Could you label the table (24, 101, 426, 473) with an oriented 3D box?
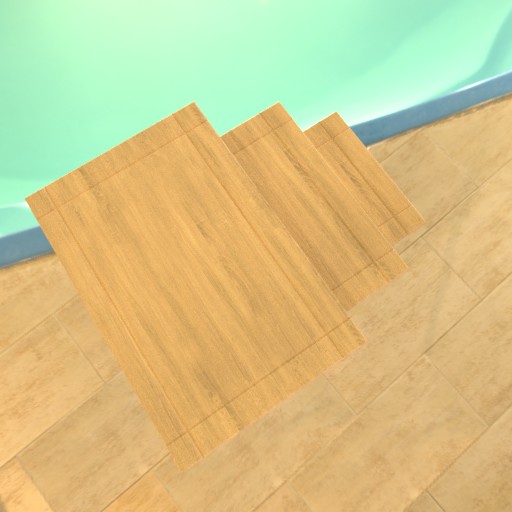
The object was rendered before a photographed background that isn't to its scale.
[{"bbox_3d":[0.000,0.000,1.206,0.773,0.535,0.660,-33,77,-8],"label":"table"}]
